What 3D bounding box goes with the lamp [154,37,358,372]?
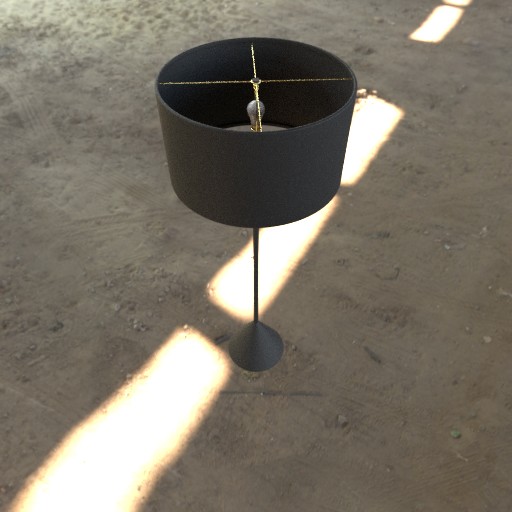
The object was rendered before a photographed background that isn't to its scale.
[{"bbox_3d":[0.000,0.000,1.840,0.580,1.526,0.580,-2,48,-2],"label":"lamp"}]
